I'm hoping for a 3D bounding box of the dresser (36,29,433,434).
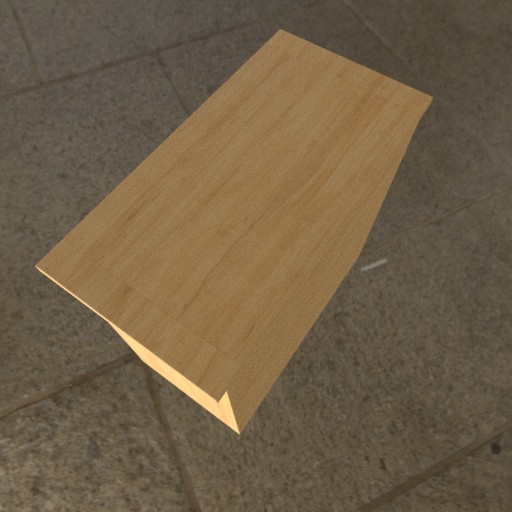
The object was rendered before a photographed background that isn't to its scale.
[{"bbox_3d":[0.000,0.000,1.217,0.410,0.730,0.800,32,67,15],"label":"dresser"}]
